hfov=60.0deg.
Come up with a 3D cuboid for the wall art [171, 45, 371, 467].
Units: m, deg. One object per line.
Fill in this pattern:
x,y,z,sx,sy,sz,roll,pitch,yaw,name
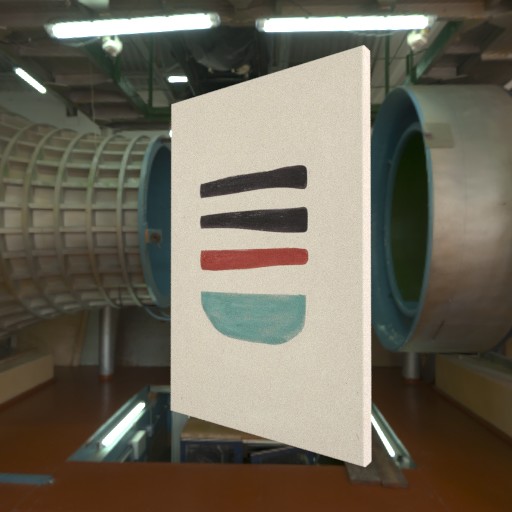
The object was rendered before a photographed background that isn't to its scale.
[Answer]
0.000,0.000,1.151,0.607,0.912,0.038,-1,-1,37,wall art
